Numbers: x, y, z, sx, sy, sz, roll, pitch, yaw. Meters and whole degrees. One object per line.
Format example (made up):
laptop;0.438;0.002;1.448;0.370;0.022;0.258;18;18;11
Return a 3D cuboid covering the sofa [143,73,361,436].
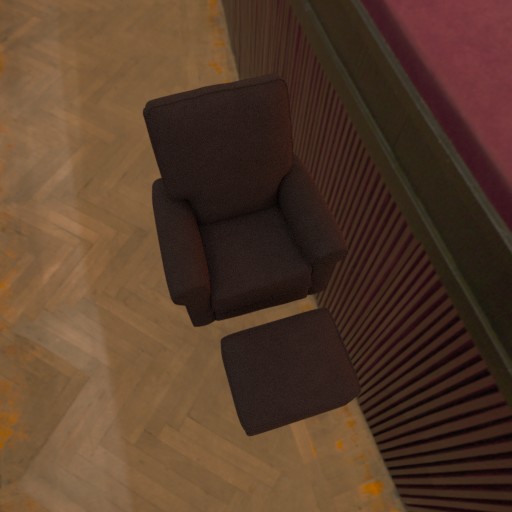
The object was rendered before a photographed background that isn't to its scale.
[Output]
sofa;0.000;0.000;2.129;0.880;0.959;1.478;-15;64;-8
